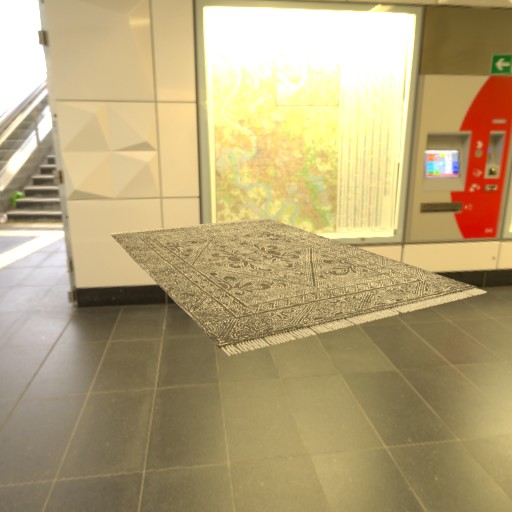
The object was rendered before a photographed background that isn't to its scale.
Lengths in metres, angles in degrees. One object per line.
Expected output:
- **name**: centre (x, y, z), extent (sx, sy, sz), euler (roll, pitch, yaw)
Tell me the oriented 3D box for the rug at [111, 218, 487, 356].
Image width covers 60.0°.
- **rug**: centre (0.000, 0.000, 3.049), extent (1.529, 0.010, 2.440), euler (-8, 17, -27)
